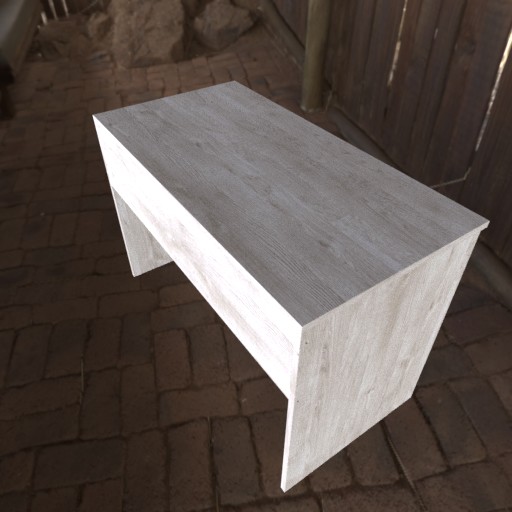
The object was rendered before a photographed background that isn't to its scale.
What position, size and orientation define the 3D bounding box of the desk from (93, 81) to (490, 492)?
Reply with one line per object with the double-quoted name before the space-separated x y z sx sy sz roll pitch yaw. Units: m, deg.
"desk" 0.000 0.000 1.489 0.560 0.730 1.100 -24 47 -25
